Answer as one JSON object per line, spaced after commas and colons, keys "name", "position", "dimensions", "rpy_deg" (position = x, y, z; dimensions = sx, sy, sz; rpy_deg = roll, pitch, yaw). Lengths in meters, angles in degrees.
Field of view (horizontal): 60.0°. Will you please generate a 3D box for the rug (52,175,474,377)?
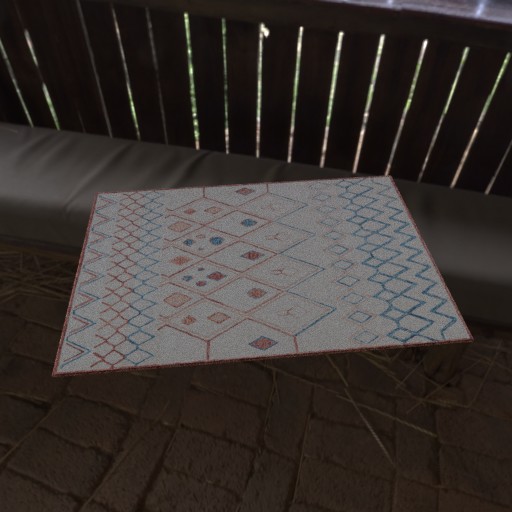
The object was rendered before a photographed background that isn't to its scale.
{"name": "rug", "position": [0.000, 0.000, 2.326], "dimensions": [1.829, 0.016, 1.219], "rpy_deg": [-4, 47, -4]}
